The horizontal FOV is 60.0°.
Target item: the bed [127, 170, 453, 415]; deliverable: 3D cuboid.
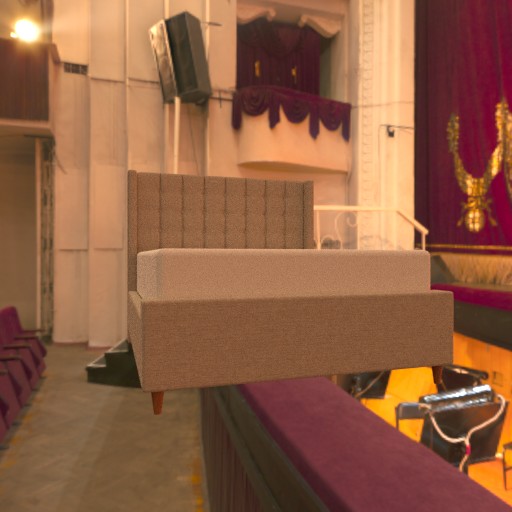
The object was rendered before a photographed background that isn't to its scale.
[{"bbox_3d":[0.000,0.000,3.797,2.045,1.743,2.370,0,0,-18],"label":"bed"}]
